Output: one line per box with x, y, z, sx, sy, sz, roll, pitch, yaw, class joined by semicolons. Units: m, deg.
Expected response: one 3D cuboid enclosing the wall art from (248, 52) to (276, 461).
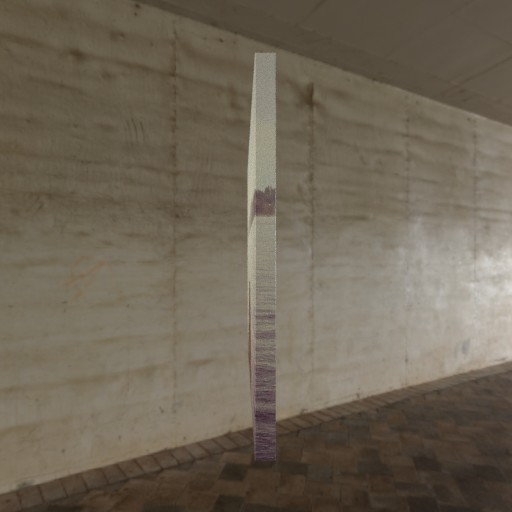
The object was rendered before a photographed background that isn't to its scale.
0.000;0.000;0.751;0.021;0.410;0.615;0;0;-2;wall art
